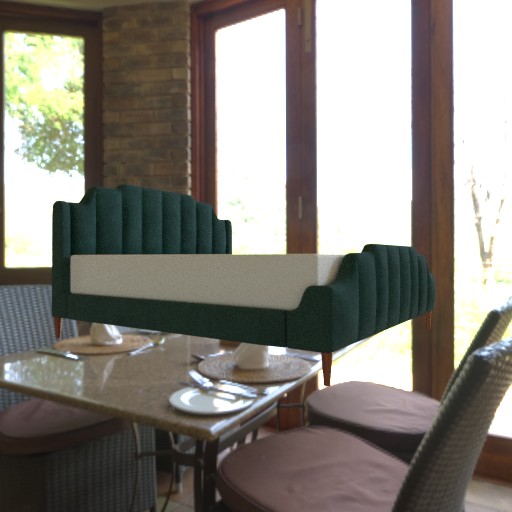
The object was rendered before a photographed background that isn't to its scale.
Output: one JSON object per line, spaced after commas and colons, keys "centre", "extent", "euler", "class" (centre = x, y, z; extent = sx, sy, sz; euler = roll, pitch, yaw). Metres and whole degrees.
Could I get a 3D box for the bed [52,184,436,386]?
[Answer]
{"centre": [0.000, 0.000, 3.547], "extent": [2.340, 1.245, 2.074], "euler": [0, 0, 34], "class": "bed"}
